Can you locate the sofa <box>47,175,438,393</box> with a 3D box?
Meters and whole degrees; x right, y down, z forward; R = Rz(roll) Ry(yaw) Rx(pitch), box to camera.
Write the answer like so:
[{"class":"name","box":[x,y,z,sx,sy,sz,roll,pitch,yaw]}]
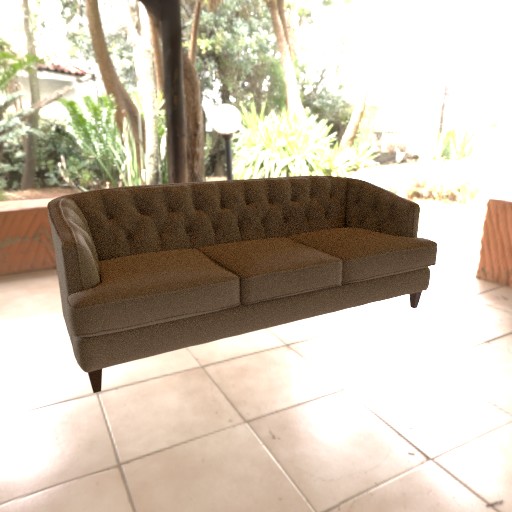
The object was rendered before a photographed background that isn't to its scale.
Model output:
[{"class":"sofa","box":[0.000,0.000,2.762,2.278,0.855,0.941,-9,18,-27]}]
